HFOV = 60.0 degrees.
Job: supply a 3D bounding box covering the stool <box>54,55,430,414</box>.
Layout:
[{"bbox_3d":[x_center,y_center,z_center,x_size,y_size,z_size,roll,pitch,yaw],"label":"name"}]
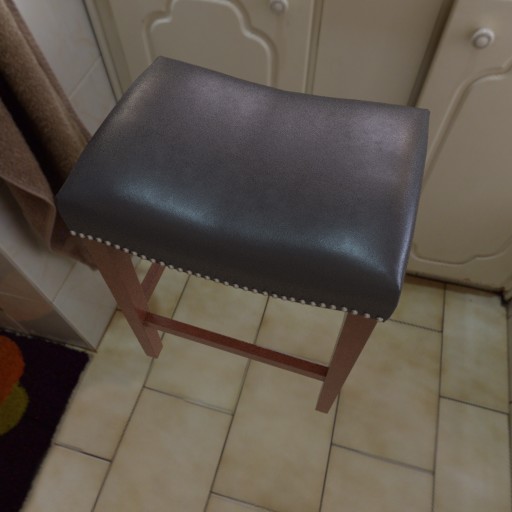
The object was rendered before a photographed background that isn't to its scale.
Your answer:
[{"bbox_3d":[0.000,0.000,0.929,0.504,0.654,0.372,15,59,9],"label":"stool"}]
